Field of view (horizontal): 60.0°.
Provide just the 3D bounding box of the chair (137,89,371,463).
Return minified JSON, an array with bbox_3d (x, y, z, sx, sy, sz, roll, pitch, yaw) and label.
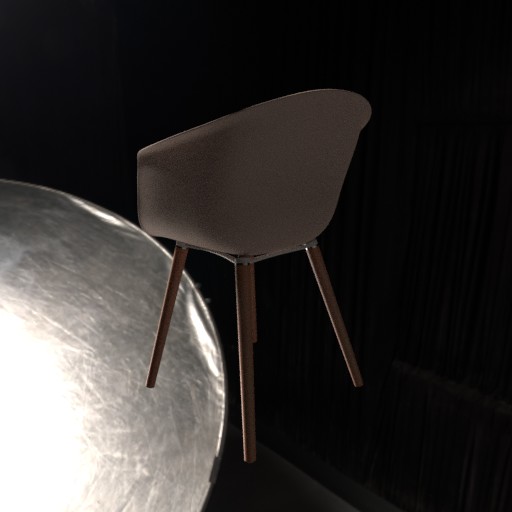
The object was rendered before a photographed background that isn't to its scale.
[{"bbox_3d":[0.000,0.000,1.160,0.504,0.781,0.593,14,20,43],"label":"chair"}]
